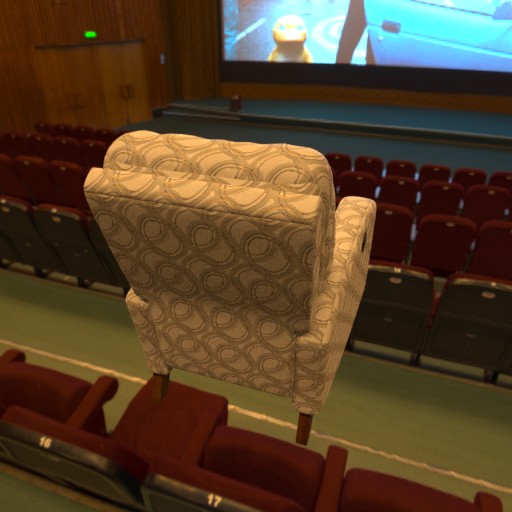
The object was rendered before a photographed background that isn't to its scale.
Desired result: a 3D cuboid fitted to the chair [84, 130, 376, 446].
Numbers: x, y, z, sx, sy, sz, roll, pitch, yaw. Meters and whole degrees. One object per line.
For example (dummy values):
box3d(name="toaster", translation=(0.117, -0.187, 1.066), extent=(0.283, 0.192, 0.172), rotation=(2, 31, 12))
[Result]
box3d(name="chair", translation=(0.000, 0.000, 1.702), extent=(0.796, 1.065, 0.995), rotation=(10, 31, 17))
